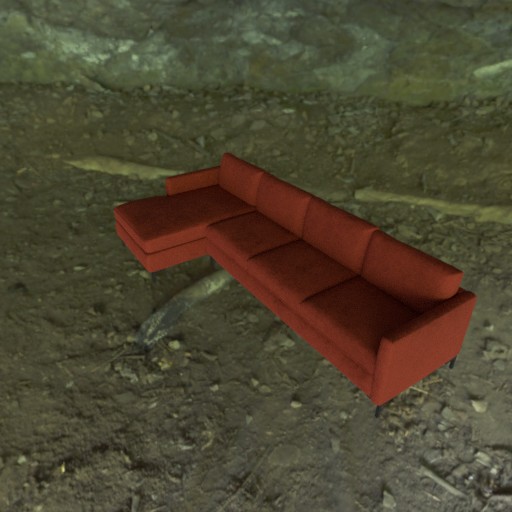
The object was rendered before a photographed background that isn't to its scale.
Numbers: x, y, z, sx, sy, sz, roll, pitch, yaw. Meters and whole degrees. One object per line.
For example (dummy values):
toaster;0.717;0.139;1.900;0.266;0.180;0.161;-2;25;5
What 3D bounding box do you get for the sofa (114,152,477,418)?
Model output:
sofa;0.000;0.000;2.953;1.136;0.663;2.467;-20;36;-29
